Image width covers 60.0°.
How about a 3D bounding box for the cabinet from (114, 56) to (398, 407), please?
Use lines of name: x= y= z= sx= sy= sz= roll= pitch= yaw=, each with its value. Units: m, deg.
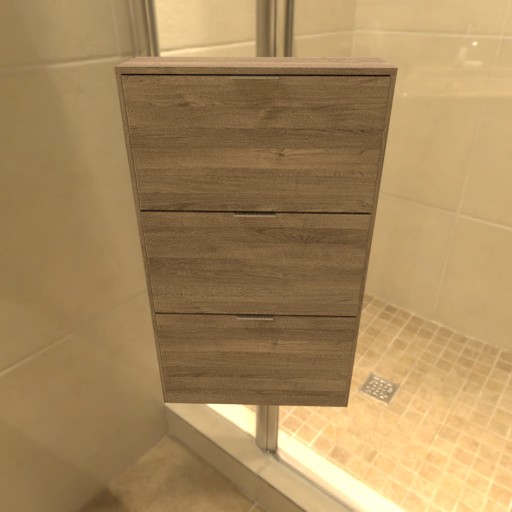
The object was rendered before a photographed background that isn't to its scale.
cabinet: x=0.000 y=0.000 z=1.586 sx=0.750 sy=1.280 sz=0.250 roll=1 pitch=30 yaw=1
